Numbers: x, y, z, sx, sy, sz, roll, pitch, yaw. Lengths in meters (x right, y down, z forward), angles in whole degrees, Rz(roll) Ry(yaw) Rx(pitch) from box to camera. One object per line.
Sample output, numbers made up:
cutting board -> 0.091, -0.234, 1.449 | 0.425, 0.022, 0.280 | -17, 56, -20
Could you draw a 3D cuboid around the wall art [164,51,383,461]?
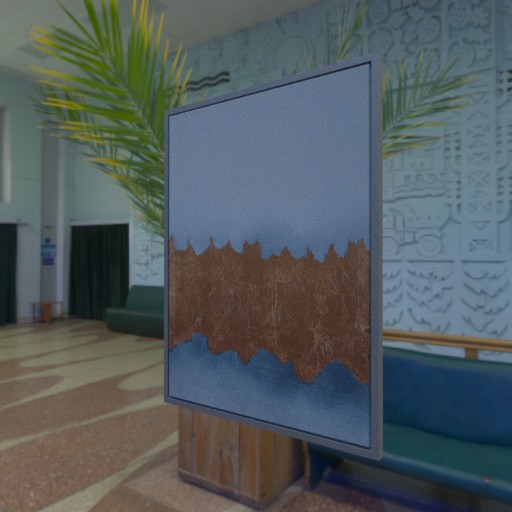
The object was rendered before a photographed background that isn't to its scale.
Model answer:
wall art -> 0.000, 0.000, 1.370 | 0.789, 1.042, 0.034 | 0, 0, 36
